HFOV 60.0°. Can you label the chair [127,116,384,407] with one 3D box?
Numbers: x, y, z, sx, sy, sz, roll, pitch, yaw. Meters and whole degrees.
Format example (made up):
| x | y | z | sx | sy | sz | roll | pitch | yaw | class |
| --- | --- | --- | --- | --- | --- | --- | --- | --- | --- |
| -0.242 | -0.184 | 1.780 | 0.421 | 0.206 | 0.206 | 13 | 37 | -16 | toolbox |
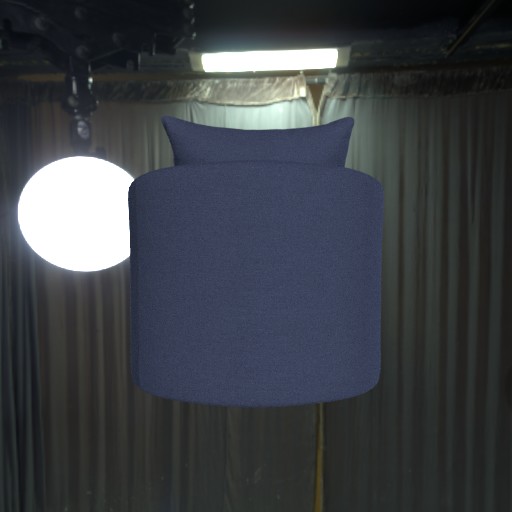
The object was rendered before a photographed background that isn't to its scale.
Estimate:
| x | y | z | sx | sy | sz | roll | pitch | yaw | class |
| --- | --- | --- | --- | --- | --- | --- | --- | --- | --- |
| 0.000 | 0.000 | 1.594 | 0.845 | 0.848 | 0.910 | 0 | 1 | 1 | chair |
